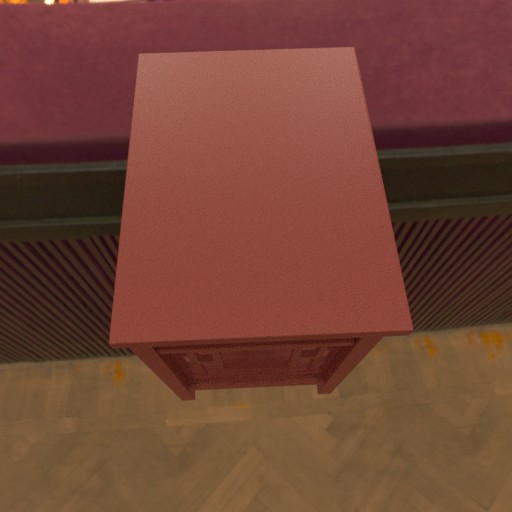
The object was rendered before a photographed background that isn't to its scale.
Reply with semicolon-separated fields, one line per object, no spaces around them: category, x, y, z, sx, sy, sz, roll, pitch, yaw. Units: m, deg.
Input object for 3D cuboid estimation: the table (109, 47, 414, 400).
table;0.000;0.000;1.078;0.451;0.686;0.599;-2;64;-1
